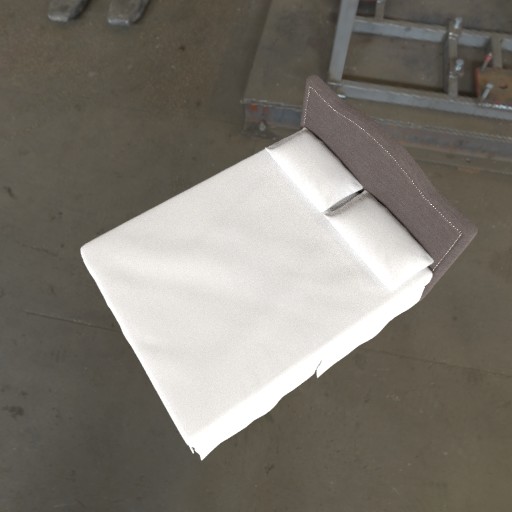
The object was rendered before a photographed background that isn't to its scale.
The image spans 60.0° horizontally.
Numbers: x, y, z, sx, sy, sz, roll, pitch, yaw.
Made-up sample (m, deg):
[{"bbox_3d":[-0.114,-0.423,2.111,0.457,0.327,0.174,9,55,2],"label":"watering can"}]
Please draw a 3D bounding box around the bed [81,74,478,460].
[{"bbox_3d":[0.000,0.000,3.932,2.689,1.457,2.161,-31,67,-15],"label":"bed"}]
